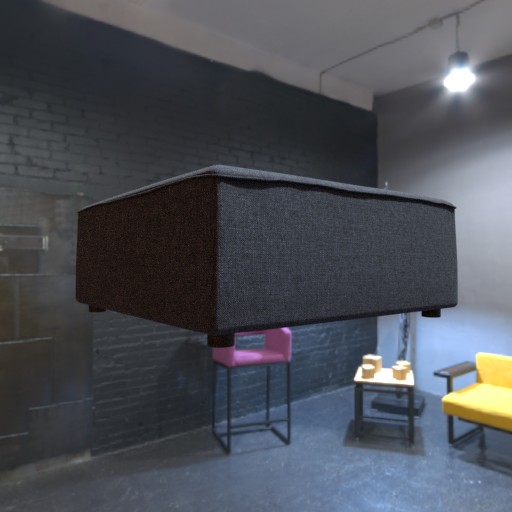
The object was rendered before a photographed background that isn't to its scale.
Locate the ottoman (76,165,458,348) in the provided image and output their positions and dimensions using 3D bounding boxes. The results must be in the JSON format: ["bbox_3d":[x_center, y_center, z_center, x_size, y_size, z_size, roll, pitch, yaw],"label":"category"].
[{"bbox_3d":[0.000,0.000,1.617,1.017,0.423,1.023,1,-1,-37],"label":"ottoman"}]
